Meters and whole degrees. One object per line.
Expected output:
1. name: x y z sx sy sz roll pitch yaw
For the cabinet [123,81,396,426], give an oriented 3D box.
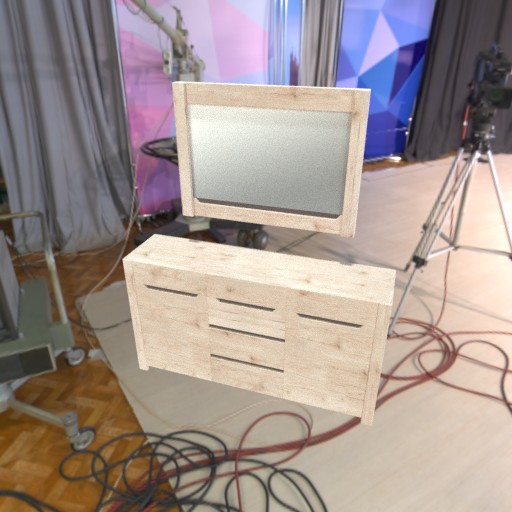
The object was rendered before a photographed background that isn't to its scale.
1. cabinet: 0.000 0.000 2.795 1.700 1.981 0.420 9 29 16
